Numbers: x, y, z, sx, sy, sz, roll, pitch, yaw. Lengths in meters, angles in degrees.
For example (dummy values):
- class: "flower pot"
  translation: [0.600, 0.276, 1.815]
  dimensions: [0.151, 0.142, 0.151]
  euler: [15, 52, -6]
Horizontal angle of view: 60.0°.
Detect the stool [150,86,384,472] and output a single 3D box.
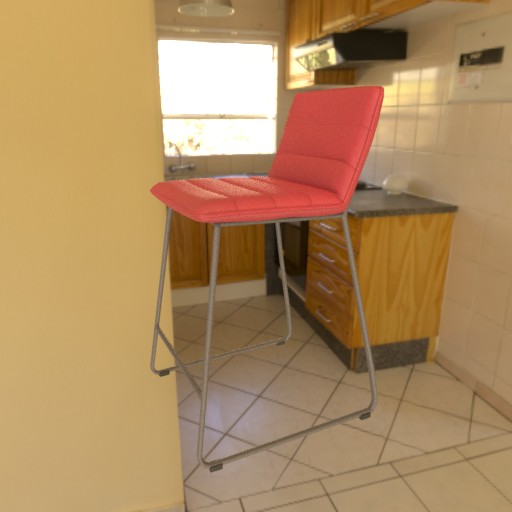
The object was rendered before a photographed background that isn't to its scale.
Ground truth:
- class: "stool"
  translation: [0.000, 0.000, 1.205]
  dimensions: [0.524, 0.866, 0.489]
  euler: [-9, 19, -26]
